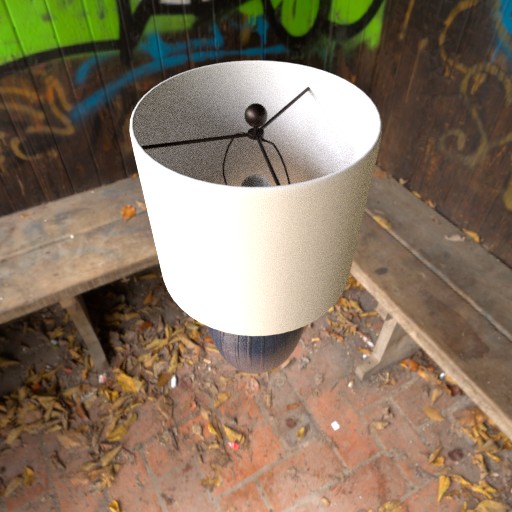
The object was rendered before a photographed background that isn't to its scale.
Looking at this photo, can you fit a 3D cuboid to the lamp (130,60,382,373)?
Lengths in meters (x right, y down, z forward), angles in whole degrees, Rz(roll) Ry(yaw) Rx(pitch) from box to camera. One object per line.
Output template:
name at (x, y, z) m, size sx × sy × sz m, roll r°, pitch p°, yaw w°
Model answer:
lamp at (0.000, 0.000, 0.782) m, size 0.329 × 0.570 × 0.329 m, roll 24°, pitch 51°, yaw 21°
